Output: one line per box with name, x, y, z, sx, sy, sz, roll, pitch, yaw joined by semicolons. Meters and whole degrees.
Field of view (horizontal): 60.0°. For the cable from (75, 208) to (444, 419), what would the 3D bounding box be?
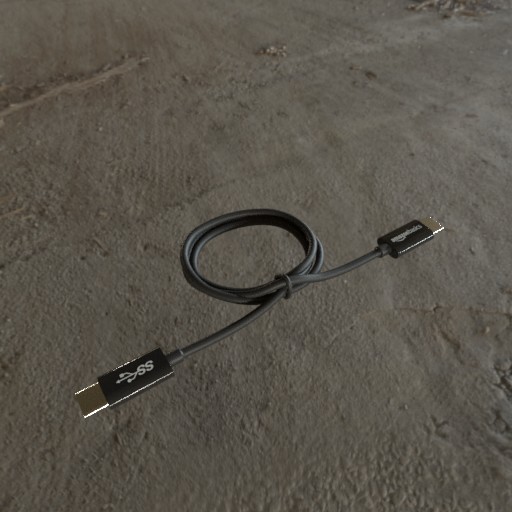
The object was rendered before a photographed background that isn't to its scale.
cable;0.000;0.000;0.209;0.186;0.014;0.070;-25;50;-23
